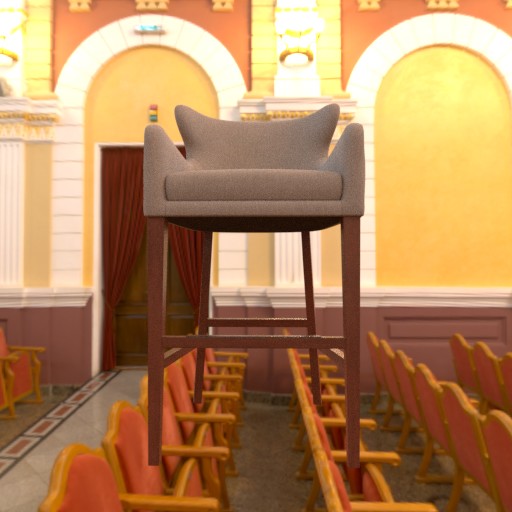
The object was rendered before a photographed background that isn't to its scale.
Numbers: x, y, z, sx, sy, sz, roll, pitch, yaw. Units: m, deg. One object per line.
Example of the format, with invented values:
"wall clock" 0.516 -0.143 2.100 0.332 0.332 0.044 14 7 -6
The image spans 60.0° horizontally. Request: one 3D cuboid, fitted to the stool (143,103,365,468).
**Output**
"stool" 0.000 0.000 1.381 0.575 1.047 0.575 0 -1 1
